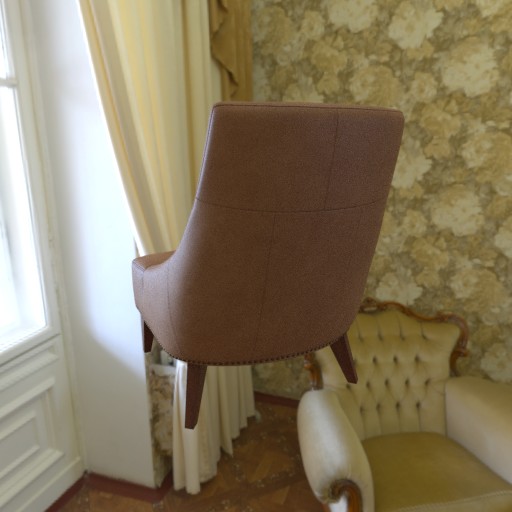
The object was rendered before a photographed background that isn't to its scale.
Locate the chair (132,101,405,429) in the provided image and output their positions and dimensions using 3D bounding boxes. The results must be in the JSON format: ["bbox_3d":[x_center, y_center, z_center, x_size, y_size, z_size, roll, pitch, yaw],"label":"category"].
[{"bbox_3d":[0.000,0.000,1.486,0.701,0.909,0.861,-7,15,-25],"label":"chair"}]
